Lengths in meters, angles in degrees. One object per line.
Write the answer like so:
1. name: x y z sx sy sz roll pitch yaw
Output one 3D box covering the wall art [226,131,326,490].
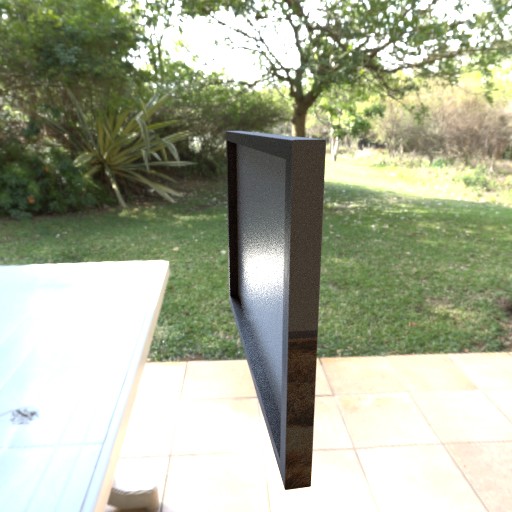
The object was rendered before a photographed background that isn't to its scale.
1. wall art: 0.000 0.000 1.145 0.050 0.610 0.914 -3 17 -9
